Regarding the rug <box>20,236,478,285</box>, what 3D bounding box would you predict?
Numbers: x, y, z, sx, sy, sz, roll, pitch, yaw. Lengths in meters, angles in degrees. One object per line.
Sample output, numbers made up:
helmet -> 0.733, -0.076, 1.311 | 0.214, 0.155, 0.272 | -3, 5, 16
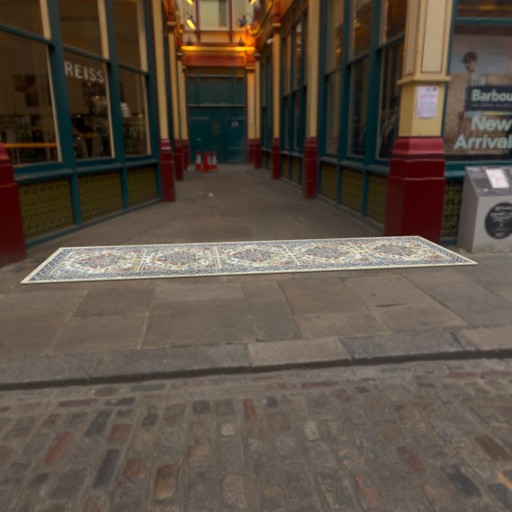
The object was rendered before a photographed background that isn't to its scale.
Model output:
rug -> 0.000, 0.000, 2.517 | 2.297, 0.013, 0.661 | -2, 16, -8
